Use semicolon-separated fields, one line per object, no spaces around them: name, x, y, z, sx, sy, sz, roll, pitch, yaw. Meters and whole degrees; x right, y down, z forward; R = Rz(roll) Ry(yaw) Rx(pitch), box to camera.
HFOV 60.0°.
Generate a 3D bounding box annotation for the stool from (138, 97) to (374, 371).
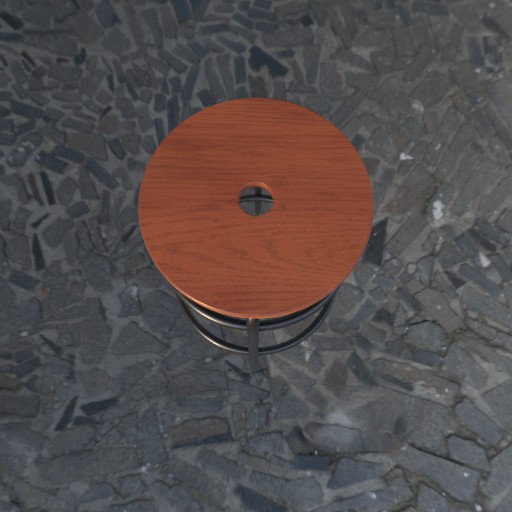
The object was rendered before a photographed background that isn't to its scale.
stool;0.000;0.000;0.923;0.455;0.610;0.455;1;75;0
